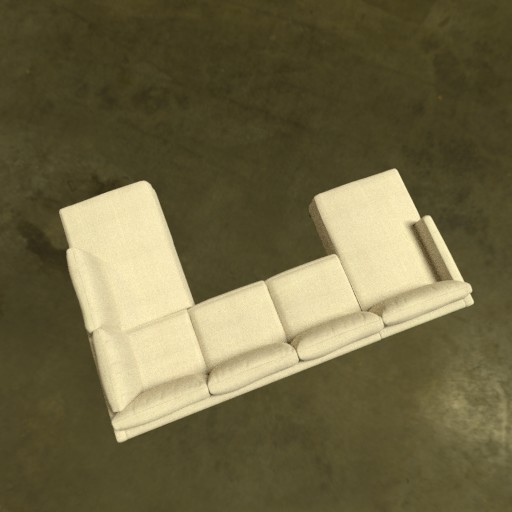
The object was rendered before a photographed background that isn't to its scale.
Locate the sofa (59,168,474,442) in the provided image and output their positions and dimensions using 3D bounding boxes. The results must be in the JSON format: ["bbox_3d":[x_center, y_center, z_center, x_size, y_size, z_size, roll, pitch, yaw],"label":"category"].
[{"bbox_3d":[0.000,0.000,3.482,2.737,0.756,1.879,-20,75,-5],"label":"sofa"}]
